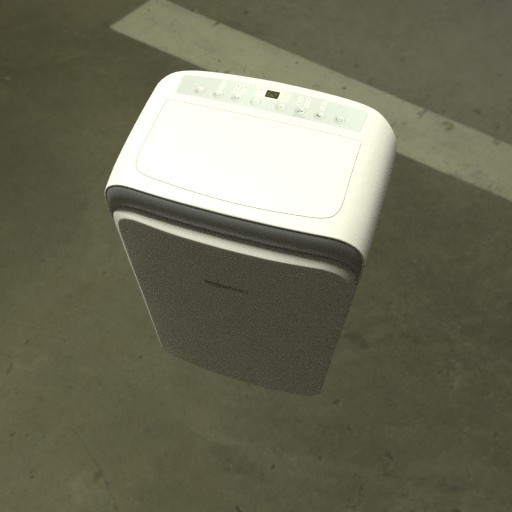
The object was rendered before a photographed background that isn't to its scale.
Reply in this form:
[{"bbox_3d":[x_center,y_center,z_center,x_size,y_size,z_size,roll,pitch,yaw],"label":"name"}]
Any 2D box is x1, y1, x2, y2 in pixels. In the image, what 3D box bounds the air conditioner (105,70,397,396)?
[{"bbox_3d":[0.000,0.000,0.951,0.454,0.700,0.365,15,59,9],"label":"air conditioner"}]
